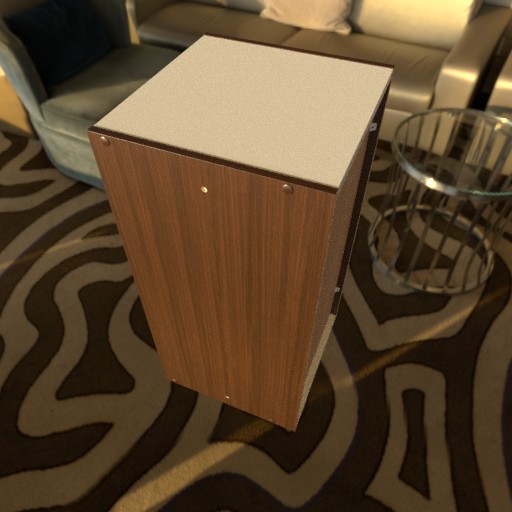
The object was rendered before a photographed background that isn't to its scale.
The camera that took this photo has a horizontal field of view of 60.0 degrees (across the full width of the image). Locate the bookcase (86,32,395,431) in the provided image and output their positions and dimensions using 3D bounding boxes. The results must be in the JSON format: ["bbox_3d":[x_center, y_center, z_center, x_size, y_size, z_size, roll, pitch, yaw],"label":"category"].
[{"bbox_3d":[0.000,0.000,0.775,0.290,0.600,0.300,17,50,15],"label":"bookcase"}]
